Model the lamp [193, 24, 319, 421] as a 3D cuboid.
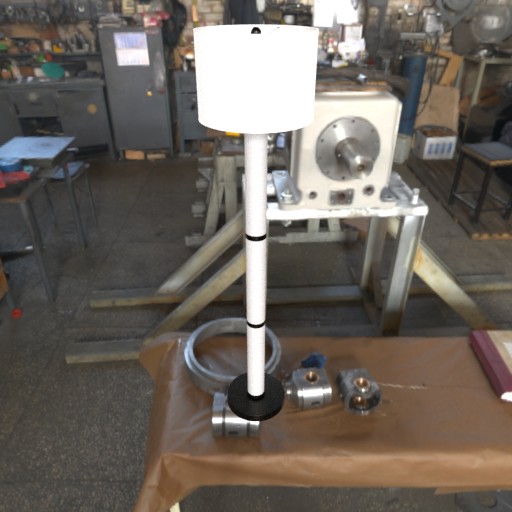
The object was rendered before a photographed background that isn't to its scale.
[{"bbox_3d":[0.000,0.000,1.736,0.377,1.599,0.377,-20,36,-30],"label":"lamp"}]
